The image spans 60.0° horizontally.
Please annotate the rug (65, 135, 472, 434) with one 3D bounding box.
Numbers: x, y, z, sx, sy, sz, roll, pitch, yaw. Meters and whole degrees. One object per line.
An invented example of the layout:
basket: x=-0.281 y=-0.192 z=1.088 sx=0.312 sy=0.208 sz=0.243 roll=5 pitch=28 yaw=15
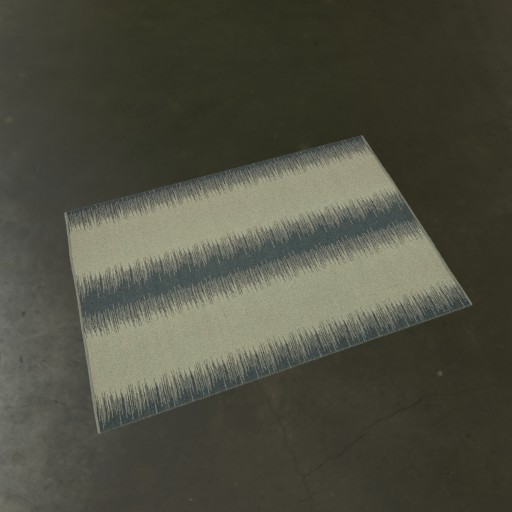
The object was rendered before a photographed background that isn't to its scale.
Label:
rug: x=0.000 y=0.000 z=2.337 sx=1.854 sy=0.006 sz=1.234 roll=-17 pitch=61 yaw=-10
